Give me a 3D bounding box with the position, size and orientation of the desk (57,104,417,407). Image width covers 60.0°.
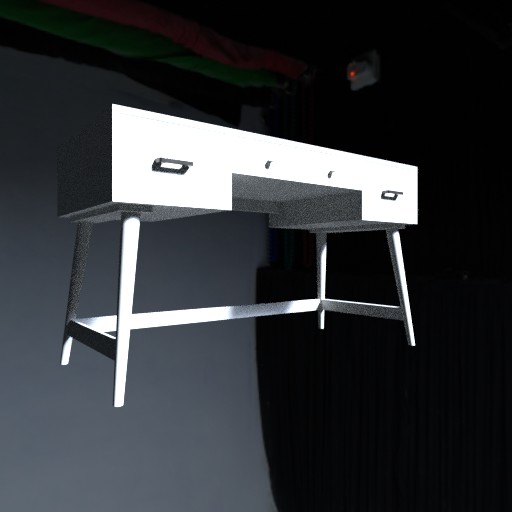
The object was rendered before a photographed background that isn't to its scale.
[{"bbox_3d":[0.000,0.000,1.726,1.313,0.762,0.589,0,0,-37],"label":"desk"}]
